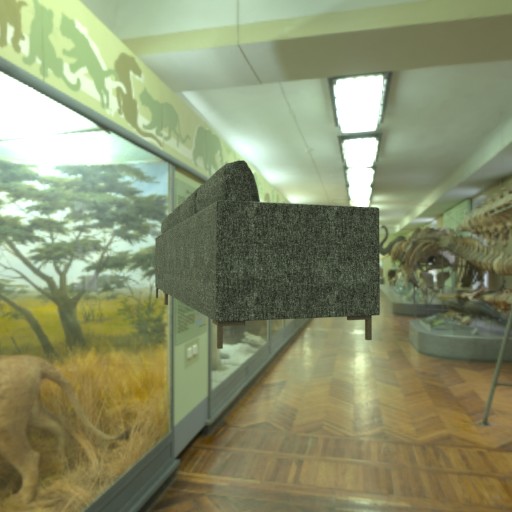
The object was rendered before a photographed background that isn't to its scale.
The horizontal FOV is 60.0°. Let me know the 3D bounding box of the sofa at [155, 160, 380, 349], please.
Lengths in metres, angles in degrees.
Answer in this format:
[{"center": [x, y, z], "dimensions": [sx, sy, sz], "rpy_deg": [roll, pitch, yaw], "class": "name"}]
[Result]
[{"center": [0.000, 0.000, 3.990], "dimensions": [1.488, 0.970, 3.384], "rpy_deg": [0, -1, -18], "class": "sofa"}]
